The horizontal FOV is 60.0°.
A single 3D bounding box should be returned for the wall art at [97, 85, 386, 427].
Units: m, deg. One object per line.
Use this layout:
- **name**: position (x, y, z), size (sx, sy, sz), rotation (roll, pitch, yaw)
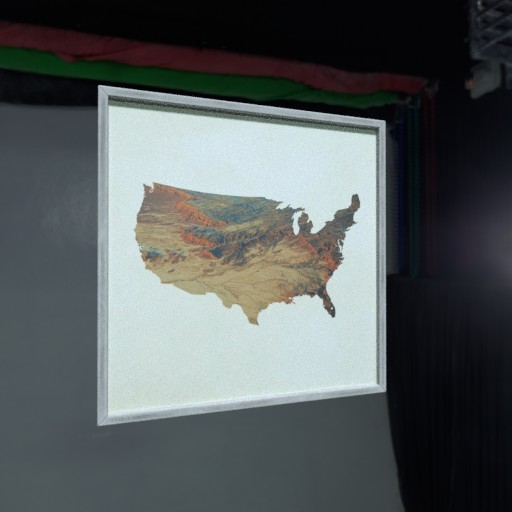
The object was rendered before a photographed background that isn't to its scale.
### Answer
- **wall art**: position (0.000, 0.000, 0.450), size (0.303, 0.303, 0.015), rotation (0, 0, -20)
